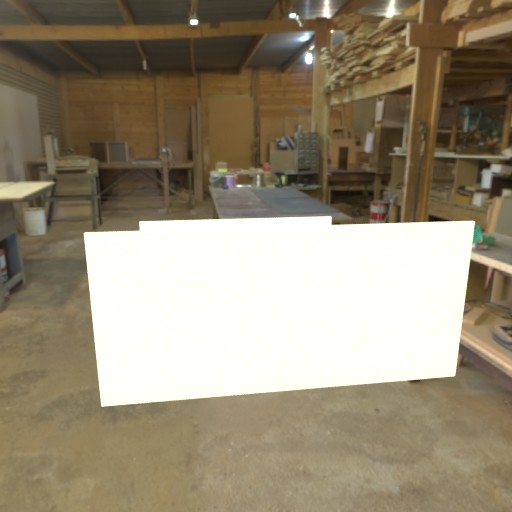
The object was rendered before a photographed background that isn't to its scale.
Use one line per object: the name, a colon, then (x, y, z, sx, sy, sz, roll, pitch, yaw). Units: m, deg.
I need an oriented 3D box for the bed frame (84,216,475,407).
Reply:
bed frame: (0.000, 0.000, 2.997, 1.720, 0.800, 2.060, -2, 15, -8)
